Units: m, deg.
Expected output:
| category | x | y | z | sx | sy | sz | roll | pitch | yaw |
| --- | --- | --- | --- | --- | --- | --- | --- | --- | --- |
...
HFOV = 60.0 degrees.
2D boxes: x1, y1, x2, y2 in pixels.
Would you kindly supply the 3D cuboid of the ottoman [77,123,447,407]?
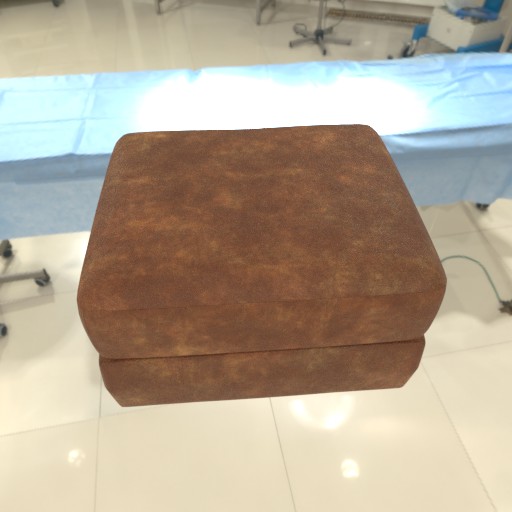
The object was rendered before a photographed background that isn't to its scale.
| category | x | y | z | sx | sy | sz | roll | pitch | yaw |
| --- | --- | --- | --- | --- | --- | --- | --- | --- | --- |
| ottoman | 0.000 | 0.000 | 1.148 | 0.751 | 0.476 | 0.603 | -3 | 47 | -3 |
